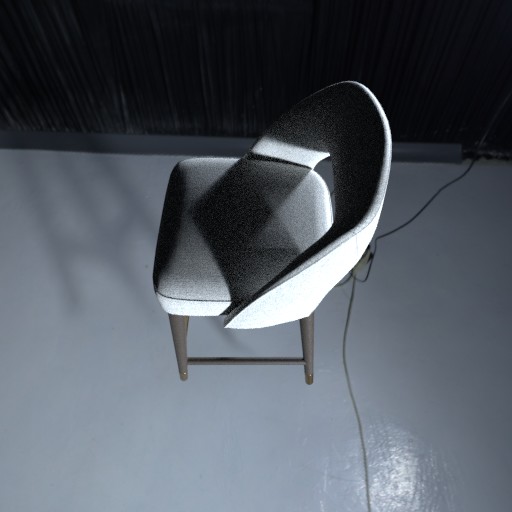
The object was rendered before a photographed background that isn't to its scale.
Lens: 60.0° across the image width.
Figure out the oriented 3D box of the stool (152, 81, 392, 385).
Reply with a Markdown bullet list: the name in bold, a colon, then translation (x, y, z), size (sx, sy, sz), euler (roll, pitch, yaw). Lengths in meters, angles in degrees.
- **stool**: translation (0.000, 0.000, 1.236), size (0.509, 0.940, 0.494), euler (2, 59, 1)
